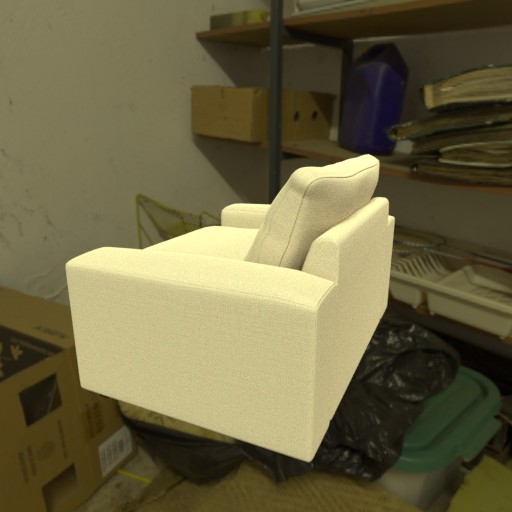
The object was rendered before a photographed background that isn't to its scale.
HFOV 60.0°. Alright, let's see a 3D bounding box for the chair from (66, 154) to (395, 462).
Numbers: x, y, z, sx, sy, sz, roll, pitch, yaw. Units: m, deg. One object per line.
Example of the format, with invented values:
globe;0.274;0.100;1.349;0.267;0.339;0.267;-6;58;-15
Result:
chair;0.000;0.000;2.078;1.039;0.915;1.398;8;18;24
